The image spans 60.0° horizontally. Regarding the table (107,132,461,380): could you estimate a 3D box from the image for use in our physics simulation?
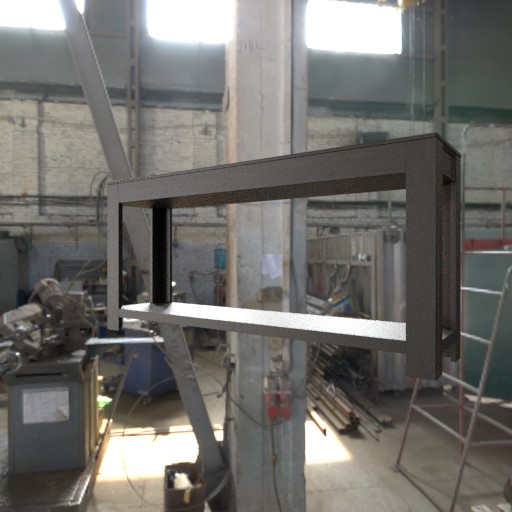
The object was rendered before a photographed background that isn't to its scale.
[{"bbox_3d":[0.000,0.000,1.984,1.631,0.762,0.384,0,0,35],"label":"table"}]
